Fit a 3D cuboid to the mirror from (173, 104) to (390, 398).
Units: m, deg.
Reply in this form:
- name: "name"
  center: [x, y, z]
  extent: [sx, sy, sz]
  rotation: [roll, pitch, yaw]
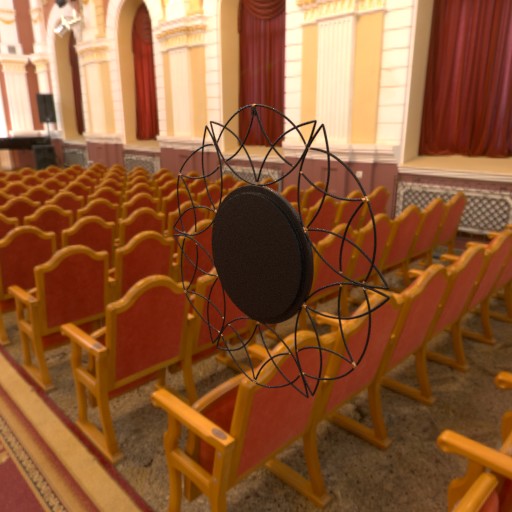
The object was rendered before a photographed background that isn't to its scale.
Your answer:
- name: "mirror"
  center: [0.000, 0.000, 1.195]
  extent: [0.028, 0.775, 0.797]
  rotation: [-15, 22, -42]
